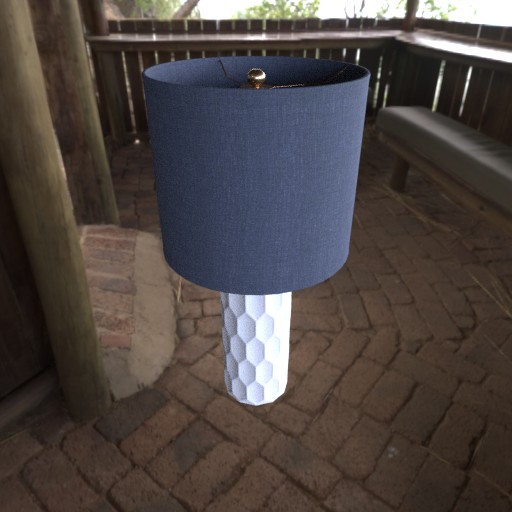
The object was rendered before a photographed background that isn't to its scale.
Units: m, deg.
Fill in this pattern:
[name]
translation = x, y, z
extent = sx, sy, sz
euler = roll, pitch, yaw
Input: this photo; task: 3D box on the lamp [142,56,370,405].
[lamp]
translation = 0.000, 0.000, 0.684
extent = 0.277, 0.537, 0.277
euler = 8, 31, 13
